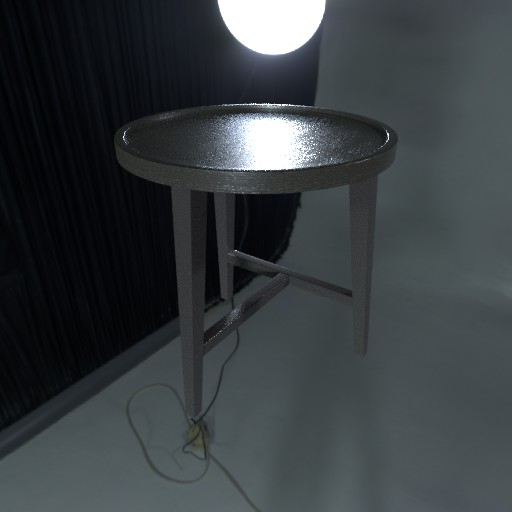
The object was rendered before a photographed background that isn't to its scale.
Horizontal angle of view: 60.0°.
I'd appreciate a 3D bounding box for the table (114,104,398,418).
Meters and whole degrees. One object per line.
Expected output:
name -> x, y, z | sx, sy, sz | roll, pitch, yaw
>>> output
table -> 0.000, 0.000, 0.937 | 0.500, 0.531, 0.500 | 0, 29, 0
